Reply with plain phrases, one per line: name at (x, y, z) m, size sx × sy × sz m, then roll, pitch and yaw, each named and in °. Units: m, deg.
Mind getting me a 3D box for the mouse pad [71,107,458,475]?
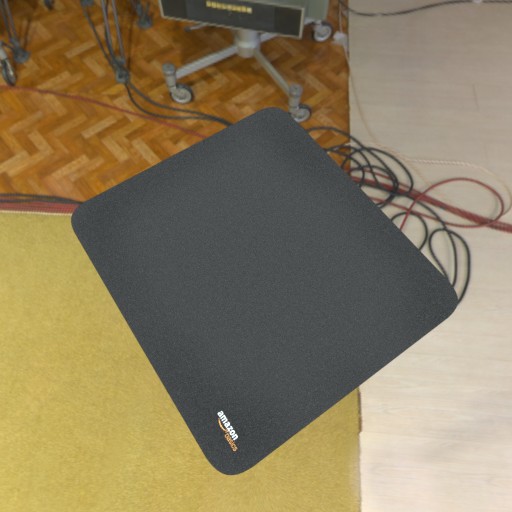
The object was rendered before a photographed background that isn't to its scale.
mouse pad at (0.000, 0.000, 0.326) m, size 0.203 × 0.003 × 0.229 m, roll -32°, pitch 68°, yaw -14°
